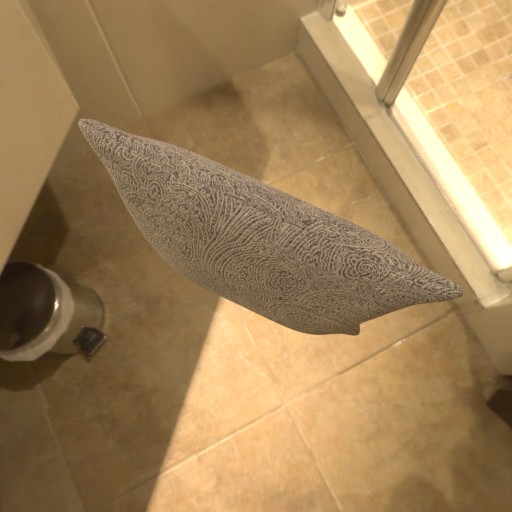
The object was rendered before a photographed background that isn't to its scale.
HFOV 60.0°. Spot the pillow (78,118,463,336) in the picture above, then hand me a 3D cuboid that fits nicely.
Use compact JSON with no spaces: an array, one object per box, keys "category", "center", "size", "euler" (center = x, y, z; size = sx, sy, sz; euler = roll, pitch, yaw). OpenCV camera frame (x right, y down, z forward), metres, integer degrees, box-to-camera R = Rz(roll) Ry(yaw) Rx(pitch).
[{"category":"pillow","center":[0.000,0.000,0.779],"size":[0.523,0.510,0.166],"euler":[25,77,6]}]
